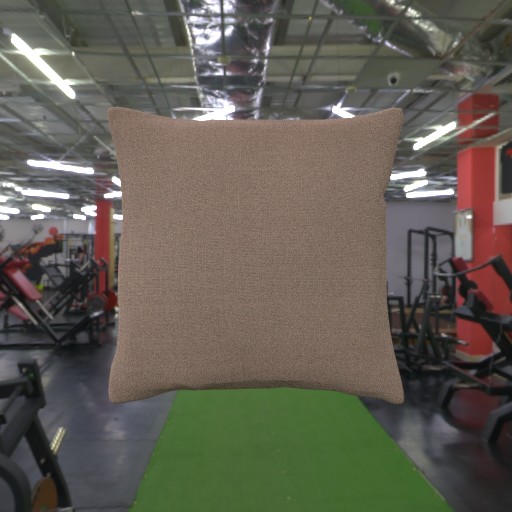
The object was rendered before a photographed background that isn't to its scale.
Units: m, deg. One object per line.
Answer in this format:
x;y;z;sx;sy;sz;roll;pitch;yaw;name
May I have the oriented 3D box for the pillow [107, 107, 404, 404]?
0.000;0.000;0.725;0.478;0.479;0.158;0;0;-1;pillow
